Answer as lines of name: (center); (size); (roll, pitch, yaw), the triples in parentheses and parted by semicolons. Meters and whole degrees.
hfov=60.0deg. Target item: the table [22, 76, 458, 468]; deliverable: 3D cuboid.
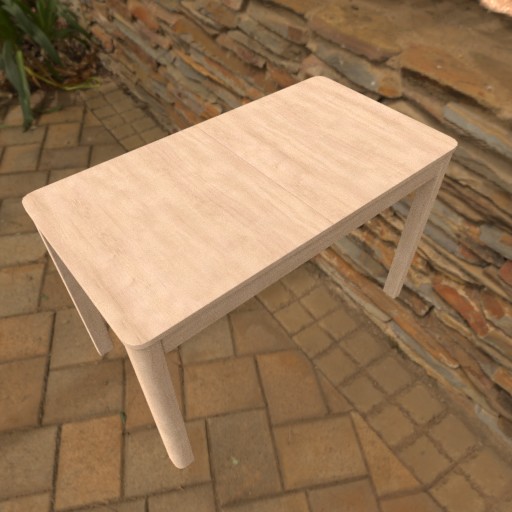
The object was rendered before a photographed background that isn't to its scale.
table: (0.000, 0.000, 1.883); (1.400, 0.900, 0.750); (-31, 54, -26)
